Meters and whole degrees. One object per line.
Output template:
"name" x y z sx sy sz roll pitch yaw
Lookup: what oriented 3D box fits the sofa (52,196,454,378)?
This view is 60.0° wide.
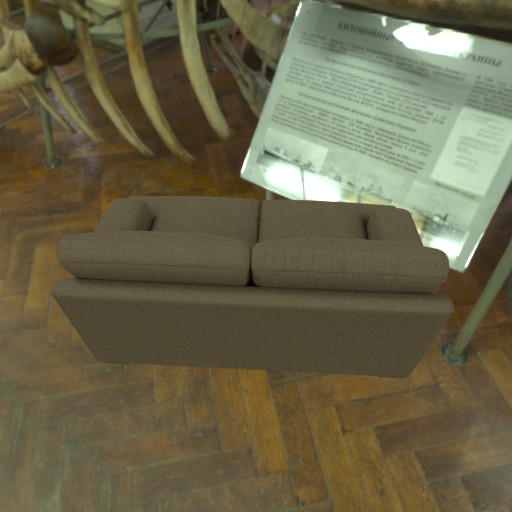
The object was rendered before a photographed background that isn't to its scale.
"sofa" 0.000 0.000 2.554 1.869 0.950 1.140 2 47 2
